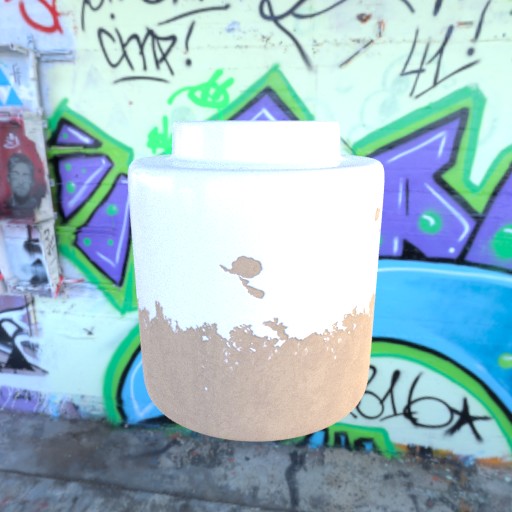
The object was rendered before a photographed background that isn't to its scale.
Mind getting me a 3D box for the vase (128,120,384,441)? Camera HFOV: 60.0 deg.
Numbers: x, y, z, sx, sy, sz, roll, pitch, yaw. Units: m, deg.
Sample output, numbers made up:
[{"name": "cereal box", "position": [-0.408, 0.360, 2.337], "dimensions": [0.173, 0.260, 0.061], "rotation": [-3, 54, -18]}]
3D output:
[{"name": "vase", "position": [0.000, 0.000, 0.288], "dimensions": [0.153, 0.167, 0.153], "rotation": [0, 16, 0]}]
